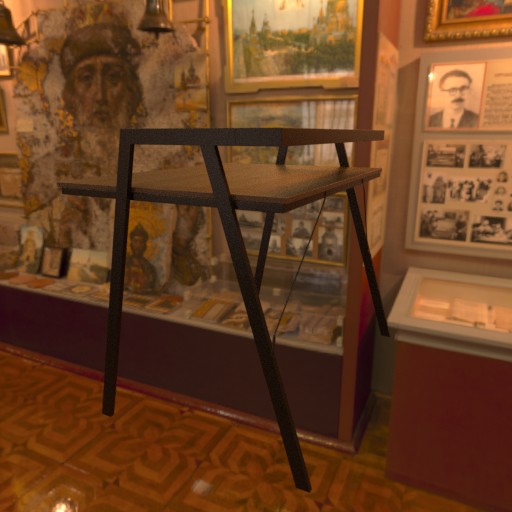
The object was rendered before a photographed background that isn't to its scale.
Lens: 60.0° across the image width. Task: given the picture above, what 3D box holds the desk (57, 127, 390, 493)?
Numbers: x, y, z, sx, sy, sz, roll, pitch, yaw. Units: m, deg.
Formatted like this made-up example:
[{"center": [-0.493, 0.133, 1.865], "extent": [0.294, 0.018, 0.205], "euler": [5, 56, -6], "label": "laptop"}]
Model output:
[{"center": [0.000, 0.000, 1.822], "extent": [0.936, 0.998, 1.143], "euler": [8, 17, 26], "label": "desk"}]
